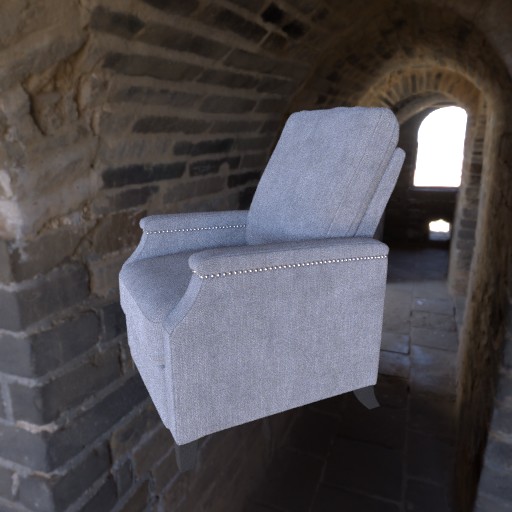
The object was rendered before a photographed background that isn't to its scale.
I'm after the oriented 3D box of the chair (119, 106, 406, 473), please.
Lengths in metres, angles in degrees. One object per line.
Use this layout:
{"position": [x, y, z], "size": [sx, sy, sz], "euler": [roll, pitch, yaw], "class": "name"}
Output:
{"position": [0.000, 0.000, 1.630], "size": [0.922, 1.049, 0.710], "euler": [-7, 17, -25], "class": "chair"}
